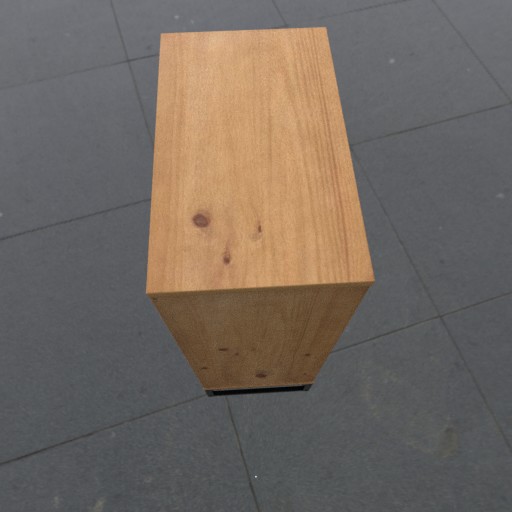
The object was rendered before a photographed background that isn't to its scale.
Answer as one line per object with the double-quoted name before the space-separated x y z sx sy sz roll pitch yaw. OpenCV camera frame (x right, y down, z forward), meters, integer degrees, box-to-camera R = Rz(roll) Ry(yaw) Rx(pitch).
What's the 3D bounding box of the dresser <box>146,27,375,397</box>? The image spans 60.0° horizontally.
"dresser" 0.000 0.000 1.591 0.479 1.240 0.761 -3 64 -1
